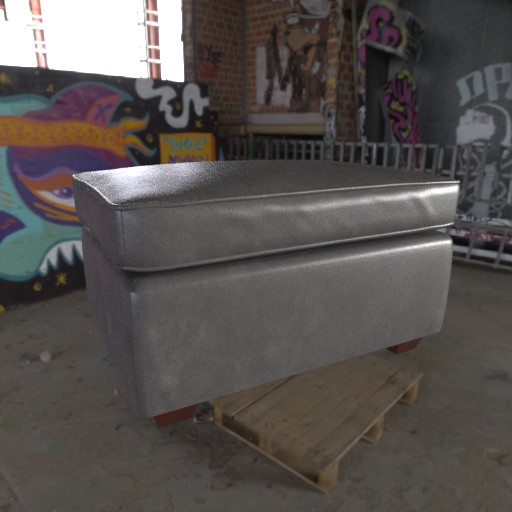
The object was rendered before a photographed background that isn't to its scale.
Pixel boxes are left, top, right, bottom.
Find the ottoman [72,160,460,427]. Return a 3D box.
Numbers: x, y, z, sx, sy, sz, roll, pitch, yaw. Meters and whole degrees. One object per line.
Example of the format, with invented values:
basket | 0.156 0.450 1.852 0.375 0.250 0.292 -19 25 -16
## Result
ottoman | 0.000 0.000 1.074 0.756 0.445 0.554 -8 18 -27
